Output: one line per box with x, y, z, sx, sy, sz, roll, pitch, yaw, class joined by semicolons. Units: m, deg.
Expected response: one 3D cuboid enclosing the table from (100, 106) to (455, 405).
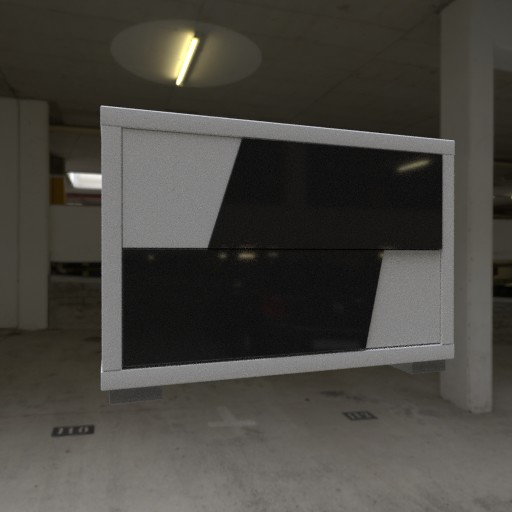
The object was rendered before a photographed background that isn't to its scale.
0.000;0.000;0.792;0.517;0.357;0.399;0;0;-18;table
